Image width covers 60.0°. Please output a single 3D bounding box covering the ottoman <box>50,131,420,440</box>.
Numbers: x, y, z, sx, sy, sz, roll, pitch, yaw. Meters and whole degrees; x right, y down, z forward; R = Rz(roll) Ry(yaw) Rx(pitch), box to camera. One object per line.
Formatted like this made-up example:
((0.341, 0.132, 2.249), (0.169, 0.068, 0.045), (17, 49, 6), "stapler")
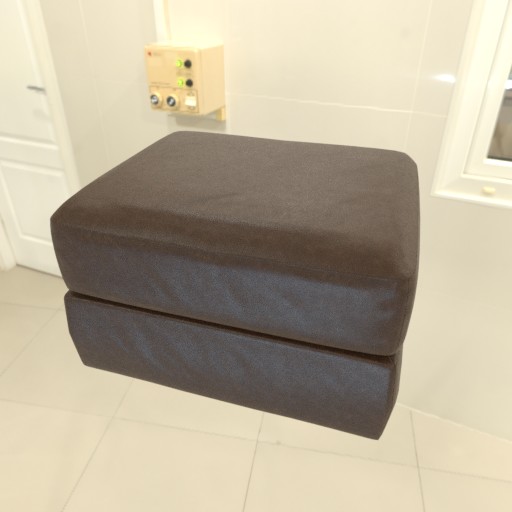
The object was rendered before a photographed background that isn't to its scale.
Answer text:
((0.000, 0.000, 1.116), (0.751, 0.476, 0.603), (9, 33, 15), "ottoman")
